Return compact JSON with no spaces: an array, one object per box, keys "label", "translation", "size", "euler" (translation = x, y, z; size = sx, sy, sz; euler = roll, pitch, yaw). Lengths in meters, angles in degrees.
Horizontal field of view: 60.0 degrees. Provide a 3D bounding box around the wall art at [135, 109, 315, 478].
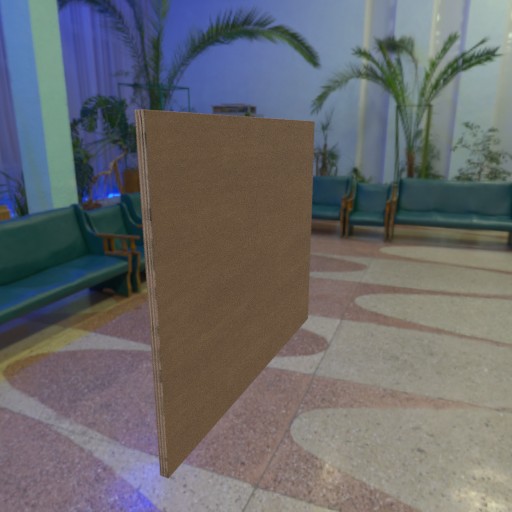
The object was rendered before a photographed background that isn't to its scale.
[{"label":"wall art","translation":[0.000,0.000,0.684],"size":[0.012,0.408,0.508],"euler":[7,17,24]}]
